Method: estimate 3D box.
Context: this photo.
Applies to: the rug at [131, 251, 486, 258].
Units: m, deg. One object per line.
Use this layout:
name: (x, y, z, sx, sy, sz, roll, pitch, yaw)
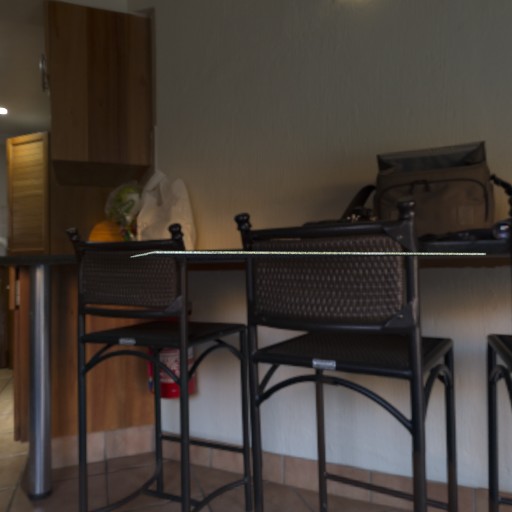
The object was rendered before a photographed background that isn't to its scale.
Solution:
rug: (0.000, 0.000, 2.211, 1.143, 0.006, 1.747, 0, -1, -18)
